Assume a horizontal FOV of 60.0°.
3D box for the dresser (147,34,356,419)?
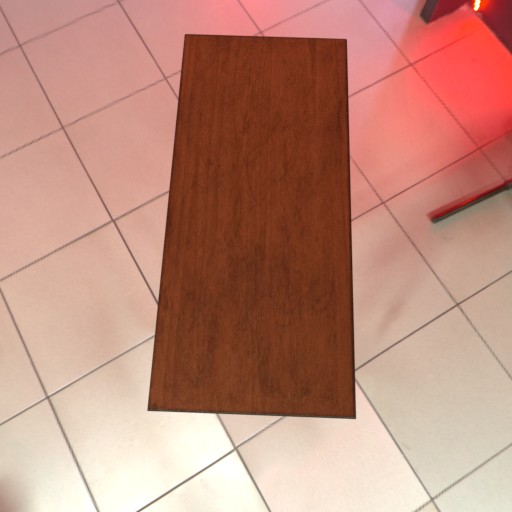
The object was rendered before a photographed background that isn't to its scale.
[{"bbox_3d":[0.000,0.000,1.959,0.591,1.224,1.250,2,74,1],"label":"dresser"}]
